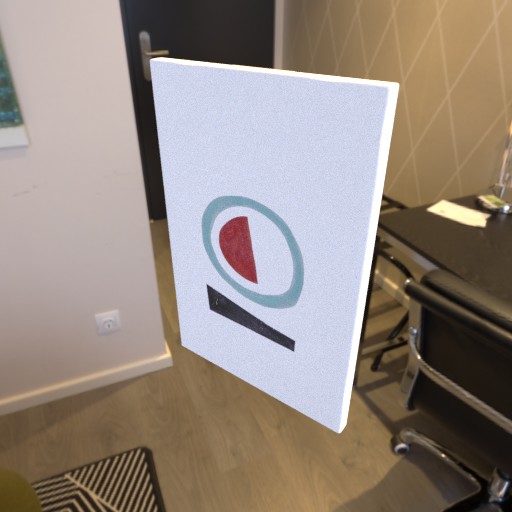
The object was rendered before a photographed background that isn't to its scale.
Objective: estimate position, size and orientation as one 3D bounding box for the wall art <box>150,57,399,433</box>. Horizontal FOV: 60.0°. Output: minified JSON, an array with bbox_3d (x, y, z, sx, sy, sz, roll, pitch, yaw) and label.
[{"bbox_3d":[0.000,0.000,1.149,0.602,0.902,0.048,21,36,31],"label":"wall art"}]
